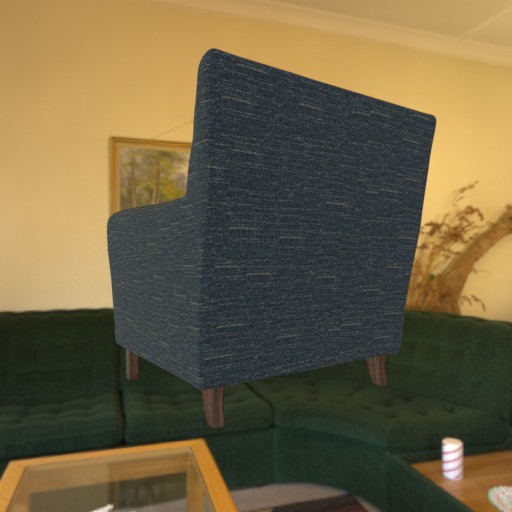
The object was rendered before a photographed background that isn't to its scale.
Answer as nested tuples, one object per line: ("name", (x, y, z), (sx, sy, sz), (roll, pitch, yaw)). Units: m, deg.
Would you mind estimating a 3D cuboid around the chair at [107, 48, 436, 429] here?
("chair", (0.000, 0.000, 1.571), (0.864, 0.928, 0.873), (0, 0, -35))
